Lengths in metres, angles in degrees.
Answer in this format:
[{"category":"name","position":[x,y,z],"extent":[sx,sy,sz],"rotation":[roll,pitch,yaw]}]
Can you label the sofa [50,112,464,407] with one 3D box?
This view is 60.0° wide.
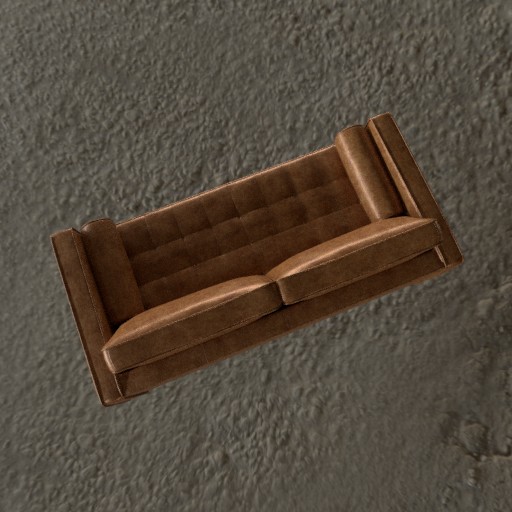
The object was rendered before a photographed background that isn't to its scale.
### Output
[{"category":"sofa","position":[0.000,0.000,2.414],"extent":[1.920,0.825,0.924],"rotation":[-21,78,-5]}]
